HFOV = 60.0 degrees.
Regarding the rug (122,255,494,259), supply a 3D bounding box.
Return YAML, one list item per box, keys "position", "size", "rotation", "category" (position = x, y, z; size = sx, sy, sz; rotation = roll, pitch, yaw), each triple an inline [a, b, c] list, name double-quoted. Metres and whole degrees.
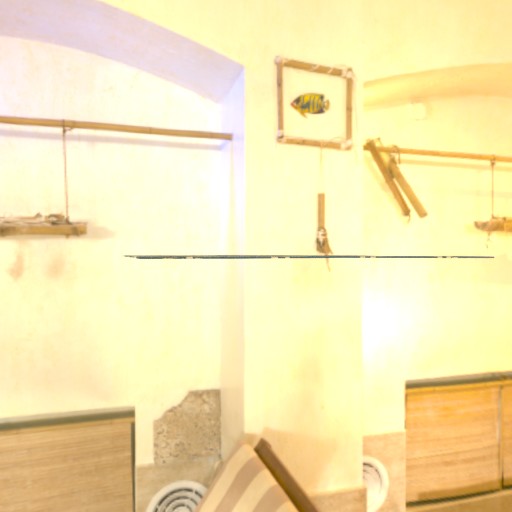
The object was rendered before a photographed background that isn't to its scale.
- position: [0.000, 0.000, 2.707]
  size: [1.524, 0.013, 2.135]
  rotation: [0, 0, -18]
  category: "rug"
